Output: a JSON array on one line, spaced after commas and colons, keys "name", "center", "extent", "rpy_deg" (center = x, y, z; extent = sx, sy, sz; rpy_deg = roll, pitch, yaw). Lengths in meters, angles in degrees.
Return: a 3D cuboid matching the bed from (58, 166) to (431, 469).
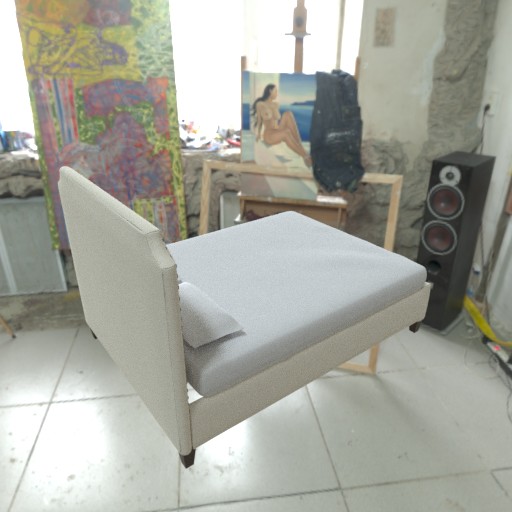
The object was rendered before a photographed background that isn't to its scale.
[{"name": "bed", "center": [0.000, 0.000, 3.480], "extent": [2.372, 1.497, 1.712], "rpy_deg": [-18, 32, -33]}]
